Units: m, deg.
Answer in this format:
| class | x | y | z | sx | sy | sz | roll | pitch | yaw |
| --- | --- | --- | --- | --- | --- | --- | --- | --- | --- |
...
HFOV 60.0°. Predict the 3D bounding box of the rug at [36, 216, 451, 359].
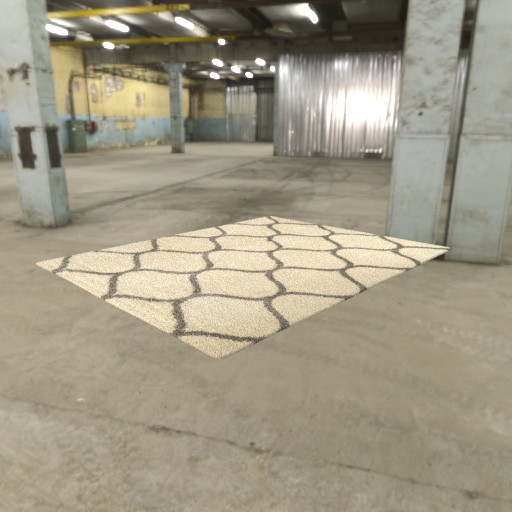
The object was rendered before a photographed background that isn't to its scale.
| class | x | y | z | sx | sy | sz | roll | pitch | yaw |
| --- | --- | --- | --- | --- | --- | --- | --- | --- | --- |
| rug | 0.000 | 0.000 | 4.053 | 2.399 | 0.026 | 3.000 | 15 | 22 | 42 |
